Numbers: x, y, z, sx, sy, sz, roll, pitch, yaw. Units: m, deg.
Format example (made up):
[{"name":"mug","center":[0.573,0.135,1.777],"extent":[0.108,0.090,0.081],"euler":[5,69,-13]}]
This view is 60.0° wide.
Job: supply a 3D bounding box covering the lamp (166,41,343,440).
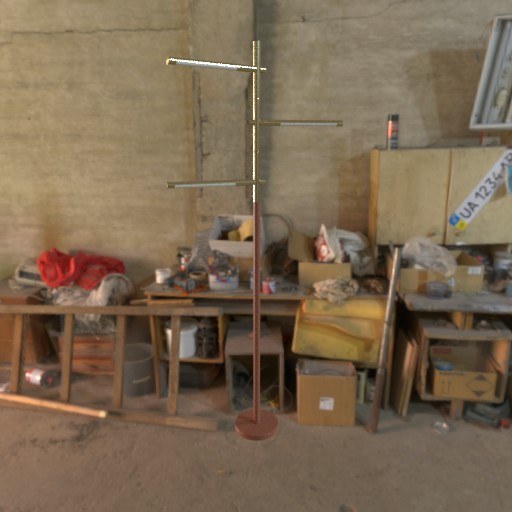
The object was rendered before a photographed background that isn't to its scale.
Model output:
[{"name":"lamp","center":[0.000,0.000,1.921],"extent":[0.737,1.704,0.209],"euler":[-8,17,-27]}]
